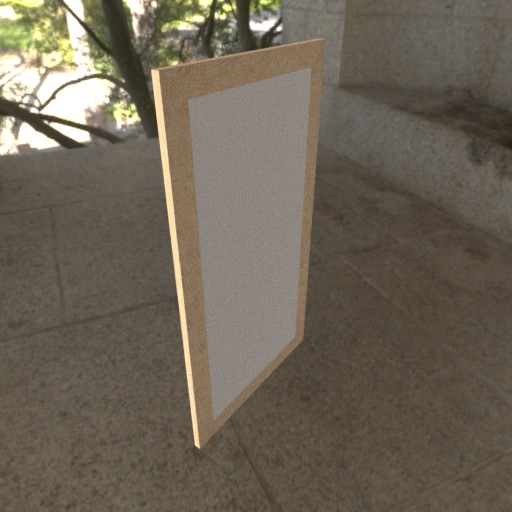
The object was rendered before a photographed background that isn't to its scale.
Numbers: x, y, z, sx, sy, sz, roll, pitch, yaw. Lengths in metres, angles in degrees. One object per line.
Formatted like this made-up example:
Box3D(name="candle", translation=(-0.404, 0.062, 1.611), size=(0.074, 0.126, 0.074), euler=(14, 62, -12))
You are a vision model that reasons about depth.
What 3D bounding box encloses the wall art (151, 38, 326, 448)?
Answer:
Box3D(name="wall art", translation=(0.000, 0.000, 0.808), size=(0.013, 0.683, 0.381), euler=(21, 38, 30))
